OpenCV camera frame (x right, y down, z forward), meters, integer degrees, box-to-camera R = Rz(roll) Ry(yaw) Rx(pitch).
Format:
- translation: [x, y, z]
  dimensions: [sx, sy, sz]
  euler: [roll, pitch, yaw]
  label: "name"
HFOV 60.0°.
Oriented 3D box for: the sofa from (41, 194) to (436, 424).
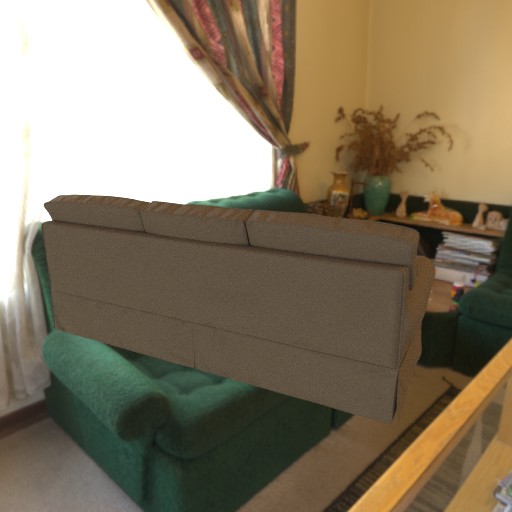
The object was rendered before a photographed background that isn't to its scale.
- translation: [0.000, 0.000, 3.269]
  dimensions: [2.475, 0.978, 1.733]
  euler: [8, 18, 26]
  label: "sofa"
